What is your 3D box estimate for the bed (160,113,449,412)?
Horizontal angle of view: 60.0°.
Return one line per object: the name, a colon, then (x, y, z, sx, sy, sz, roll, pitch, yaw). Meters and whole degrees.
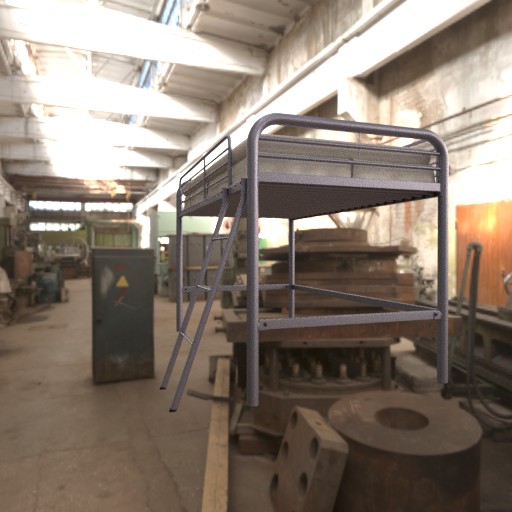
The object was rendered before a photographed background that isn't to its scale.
bed: (0.000, 0.000, 2.951, 1.415, 1.288, 1.965, 0, 1, -19)
